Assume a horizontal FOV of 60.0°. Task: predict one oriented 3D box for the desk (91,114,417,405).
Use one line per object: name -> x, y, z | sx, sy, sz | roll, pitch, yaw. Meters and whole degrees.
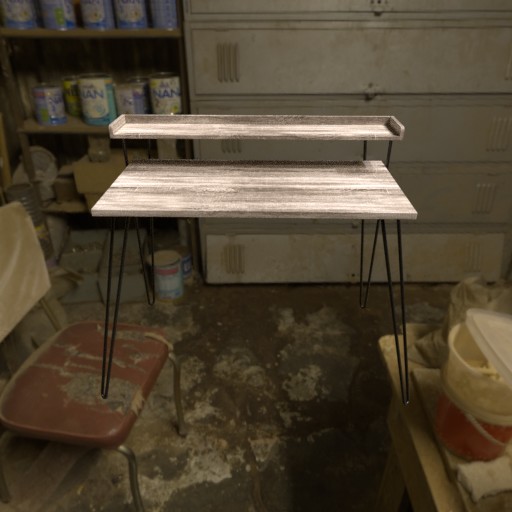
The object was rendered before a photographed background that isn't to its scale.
desk -> 0.000, 0.000, 1.654 | 1.135, 0.899, 0.605 | 1, 30, 1
